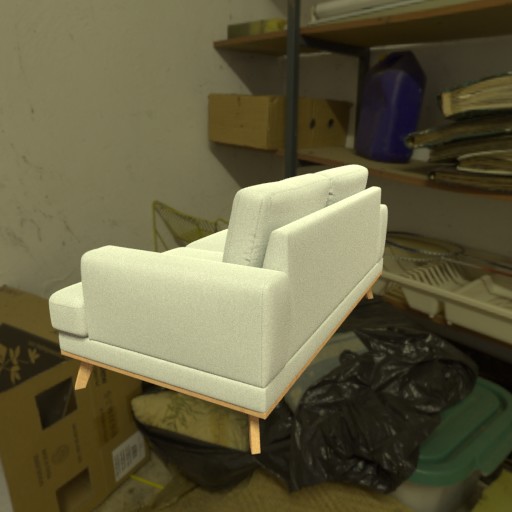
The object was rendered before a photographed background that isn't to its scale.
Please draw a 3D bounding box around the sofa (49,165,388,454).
[{"bbox_3d":[0.000,0.000,2.121,0.915,0.810,1.651,8,17,26],"label":"sofa"}]
